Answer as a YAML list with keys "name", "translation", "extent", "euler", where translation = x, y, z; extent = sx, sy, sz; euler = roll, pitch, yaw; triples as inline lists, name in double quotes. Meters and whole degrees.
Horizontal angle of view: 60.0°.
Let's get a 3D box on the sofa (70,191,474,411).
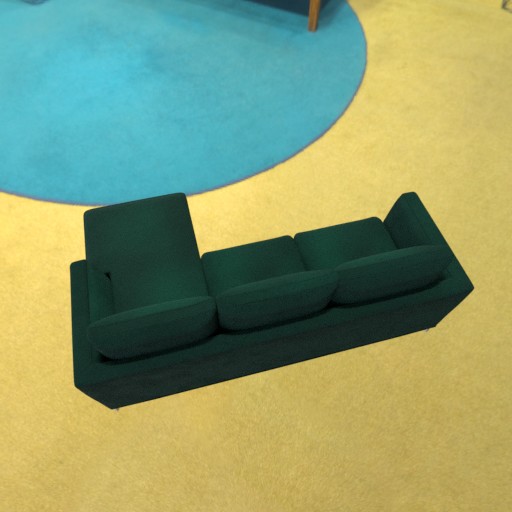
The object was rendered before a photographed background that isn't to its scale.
- name: "sofa"
  translation: [0.000, 0.000, 3.175]
  extent: [2.441, 1.007, 1.489]
  euler: [-12, 57, -8]
